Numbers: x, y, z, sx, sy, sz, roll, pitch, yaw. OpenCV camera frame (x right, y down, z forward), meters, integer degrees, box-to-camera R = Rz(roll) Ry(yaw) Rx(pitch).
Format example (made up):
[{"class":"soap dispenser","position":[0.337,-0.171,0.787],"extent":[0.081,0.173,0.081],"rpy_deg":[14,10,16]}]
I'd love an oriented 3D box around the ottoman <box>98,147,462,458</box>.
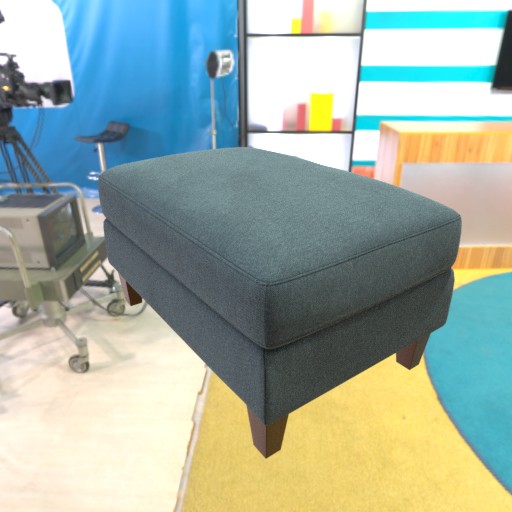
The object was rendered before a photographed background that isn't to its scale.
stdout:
[{"class":"ottoman","position":[0.000,0.000,1.218],"extent":[0.584,0.483,0.864],"rpy_deg":[-17,30,-32]}]
